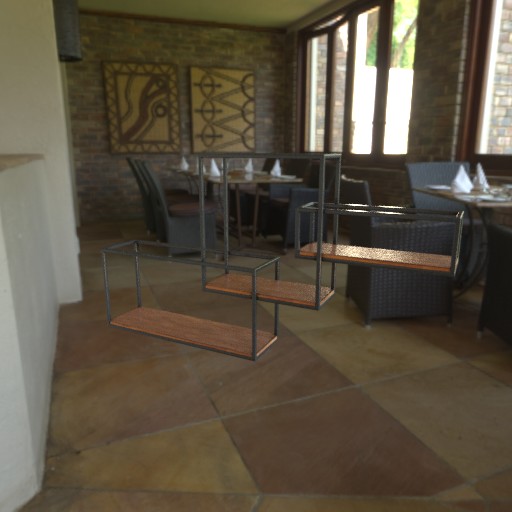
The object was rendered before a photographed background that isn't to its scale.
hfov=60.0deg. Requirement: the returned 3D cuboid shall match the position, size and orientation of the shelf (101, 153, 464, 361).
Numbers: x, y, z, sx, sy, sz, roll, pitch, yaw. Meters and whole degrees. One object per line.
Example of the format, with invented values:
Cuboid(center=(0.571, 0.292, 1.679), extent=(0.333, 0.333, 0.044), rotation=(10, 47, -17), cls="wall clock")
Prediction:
Cuboid(center=(0.000, 0.000, 2.157), extent=(1.781, 0.972, 0.275), rotation=(7, 15, 26), cls="shelf")
